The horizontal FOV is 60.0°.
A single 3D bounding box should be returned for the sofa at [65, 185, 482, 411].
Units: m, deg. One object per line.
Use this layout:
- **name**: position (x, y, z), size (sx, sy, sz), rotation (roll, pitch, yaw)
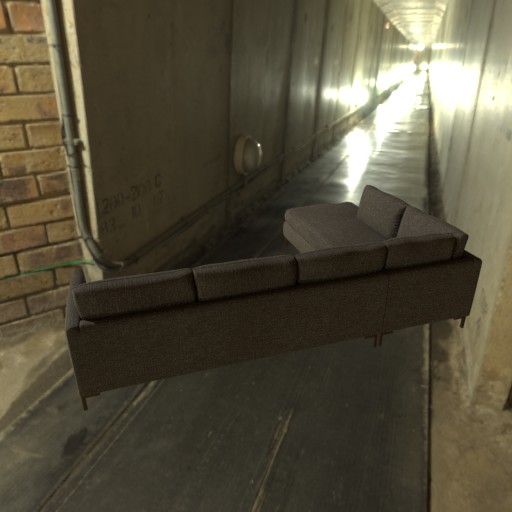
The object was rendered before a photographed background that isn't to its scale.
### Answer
- **sofa**: position (0.000, 0.000, 3.811), size (2.949, 0.815, 2.007), rotation (-8, 27, -16)
